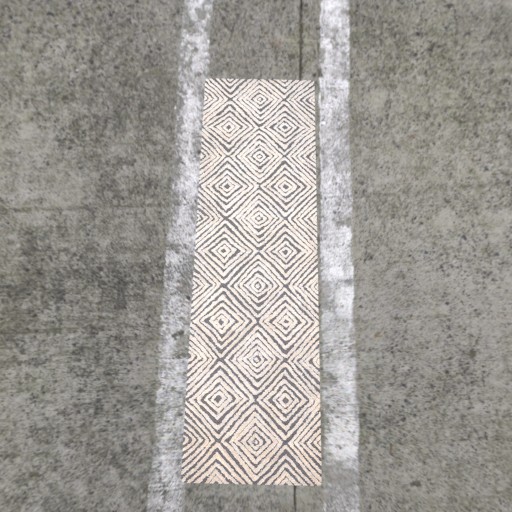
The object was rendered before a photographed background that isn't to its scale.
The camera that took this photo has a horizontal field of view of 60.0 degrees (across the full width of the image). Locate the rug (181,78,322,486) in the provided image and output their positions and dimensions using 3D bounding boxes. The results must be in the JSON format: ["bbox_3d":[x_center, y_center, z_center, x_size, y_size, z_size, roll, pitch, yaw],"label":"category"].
[{"bbox_3d":[0.000,0.000,2.439,0.676,0.008,2.277,1,74,0],"label":"rug"}]
